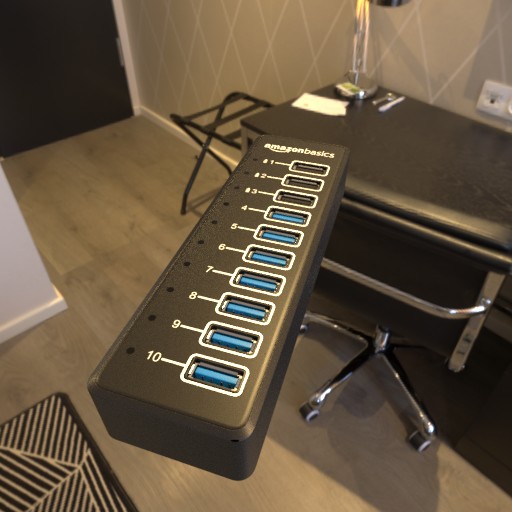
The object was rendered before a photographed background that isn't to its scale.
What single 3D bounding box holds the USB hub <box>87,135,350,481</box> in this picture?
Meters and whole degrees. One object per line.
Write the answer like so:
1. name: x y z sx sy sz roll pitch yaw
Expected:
1. USB hub: 0.000 0.000 0.162 0.044 0.023 0.145 12 43 13
